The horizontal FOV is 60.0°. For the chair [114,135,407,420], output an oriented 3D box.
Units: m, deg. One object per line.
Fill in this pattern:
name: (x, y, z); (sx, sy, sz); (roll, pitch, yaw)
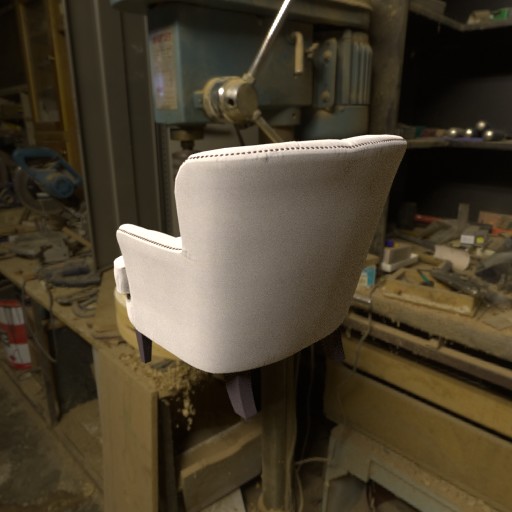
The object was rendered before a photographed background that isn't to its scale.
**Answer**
chair: (0.000, 0.000, 1.606); (0.848, 0.868, 0.906); (-16, 24, -41)
